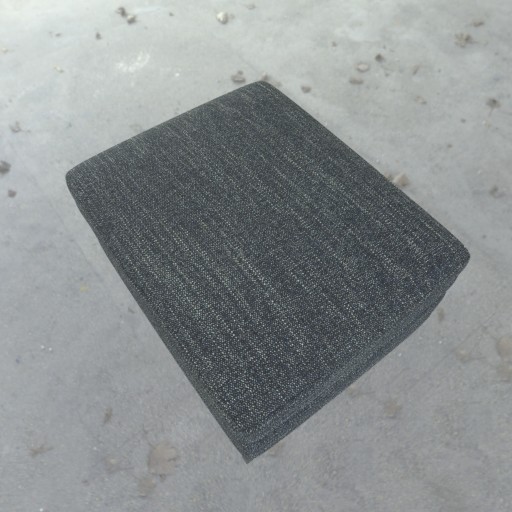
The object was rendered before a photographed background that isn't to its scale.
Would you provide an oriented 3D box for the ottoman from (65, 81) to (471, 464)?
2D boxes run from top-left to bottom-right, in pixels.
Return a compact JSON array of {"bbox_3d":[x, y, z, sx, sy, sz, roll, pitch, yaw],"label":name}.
[{"bbox_3d":[0.000,0.000,1.222,0.667,0.491,0.814,-32,63,-19],"label":"ottoman"}]
